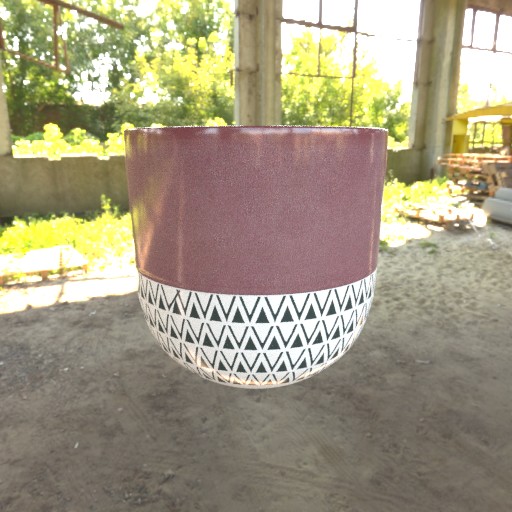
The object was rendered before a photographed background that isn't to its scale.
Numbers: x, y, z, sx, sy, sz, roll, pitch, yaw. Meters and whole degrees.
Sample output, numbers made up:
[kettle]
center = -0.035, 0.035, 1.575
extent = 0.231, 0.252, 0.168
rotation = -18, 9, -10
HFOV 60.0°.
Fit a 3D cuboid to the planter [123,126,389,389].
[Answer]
[planter]
center = 0.000, 0.000, 0.495
extent = 0.266, 0.270, 0.266
rotation = 0, 14, 0
